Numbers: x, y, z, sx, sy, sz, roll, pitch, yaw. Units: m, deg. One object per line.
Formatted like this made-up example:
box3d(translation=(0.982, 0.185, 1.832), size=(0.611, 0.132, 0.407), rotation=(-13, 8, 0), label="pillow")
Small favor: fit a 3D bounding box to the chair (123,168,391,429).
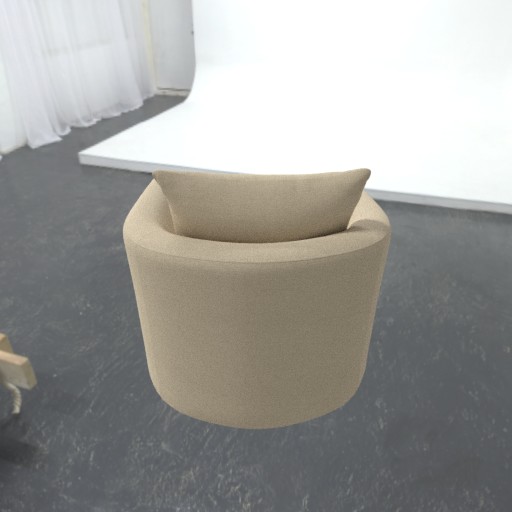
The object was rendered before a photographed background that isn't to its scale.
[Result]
box3d(translation=(0.000, 0.000, 1.603), size=(0.845, 0.848, 0.910), rotation=(-1, 31, -2), label="chair")
